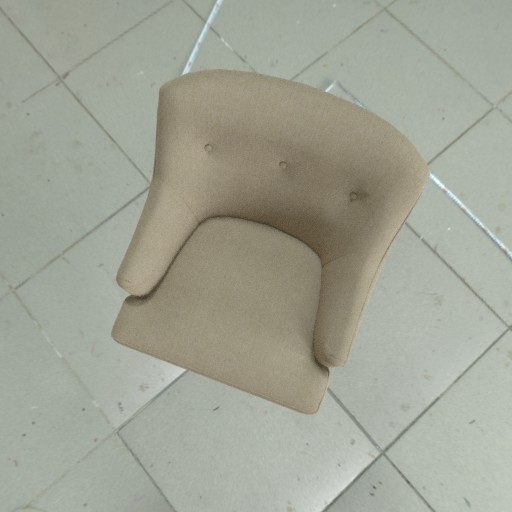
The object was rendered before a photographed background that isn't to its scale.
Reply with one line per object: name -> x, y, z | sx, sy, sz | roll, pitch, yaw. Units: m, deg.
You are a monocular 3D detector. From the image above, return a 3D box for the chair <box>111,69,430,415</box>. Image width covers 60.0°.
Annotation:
chair -> 0.000, 0.000, 1.612 | 0.864, 0.856, 0.923 | 19, 76, 5
